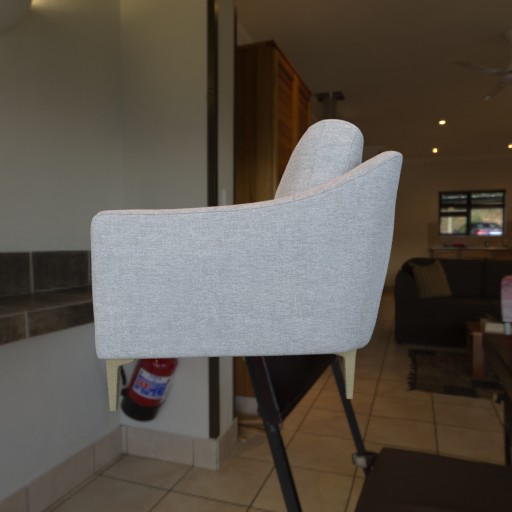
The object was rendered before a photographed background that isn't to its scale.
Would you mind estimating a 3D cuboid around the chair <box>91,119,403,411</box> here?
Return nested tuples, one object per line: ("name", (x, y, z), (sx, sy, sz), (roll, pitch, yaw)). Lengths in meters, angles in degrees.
("chair", (0.000, 0.000, 1.741), (0.961, 0.902, 0.986), (0, 1, 1))
